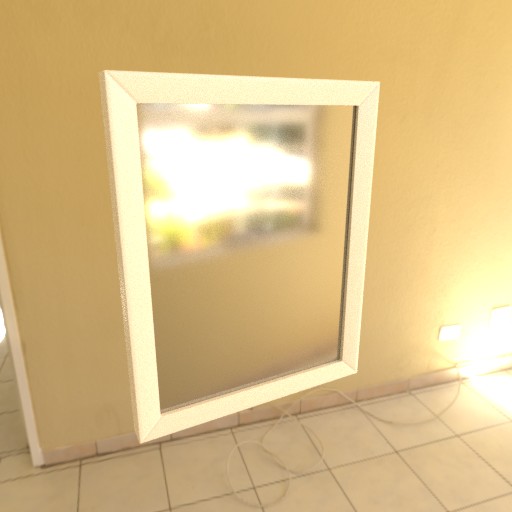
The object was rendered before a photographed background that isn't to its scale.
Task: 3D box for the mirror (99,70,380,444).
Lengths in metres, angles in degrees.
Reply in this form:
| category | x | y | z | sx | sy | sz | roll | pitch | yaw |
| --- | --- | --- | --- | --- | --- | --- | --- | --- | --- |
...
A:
| category | x | y | z | sx | sy | sz | roll | pitch | yaw |
| --- | --- | --- | --- | --- | --- | --- | --- | --- | --- |
| mirror | 0.000 | 0.000 | 0.679 | 0.405 | 0.508 | 0.041 | -9 | 20 | -26 |
